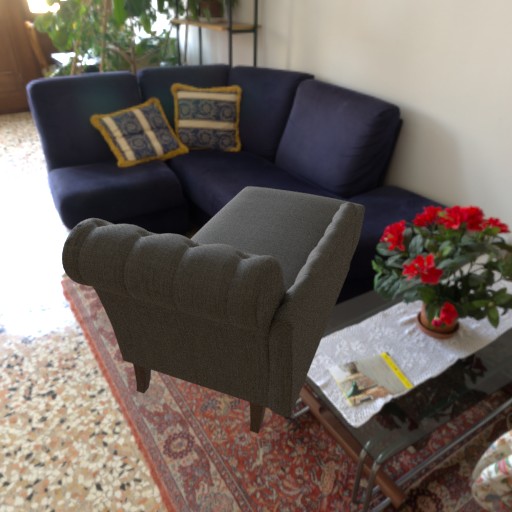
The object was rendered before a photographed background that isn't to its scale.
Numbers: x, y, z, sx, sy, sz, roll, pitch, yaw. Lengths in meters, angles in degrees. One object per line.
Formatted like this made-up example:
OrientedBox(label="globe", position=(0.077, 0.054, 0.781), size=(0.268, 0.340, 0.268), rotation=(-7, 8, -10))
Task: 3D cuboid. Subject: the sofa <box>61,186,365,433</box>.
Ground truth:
OrientedBox(label="sofa", position=(0.000, 0.000, 1.828), size=(0.675, 0.787, 1.379), rotation=(12, 34, 18))
